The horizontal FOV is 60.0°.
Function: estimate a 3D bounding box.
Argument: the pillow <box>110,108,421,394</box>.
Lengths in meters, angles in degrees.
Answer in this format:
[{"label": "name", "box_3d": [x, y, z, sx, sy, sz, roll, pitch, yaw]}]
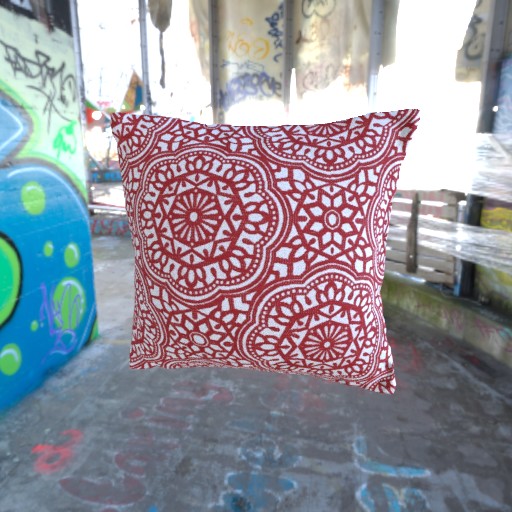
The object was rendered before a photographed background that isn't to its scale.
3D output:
[{"label": "pillow", "box_3d": [0.000, 0.000, 0.668, 0.438, 0.419, 0.162, 3, 15, 10]}]
